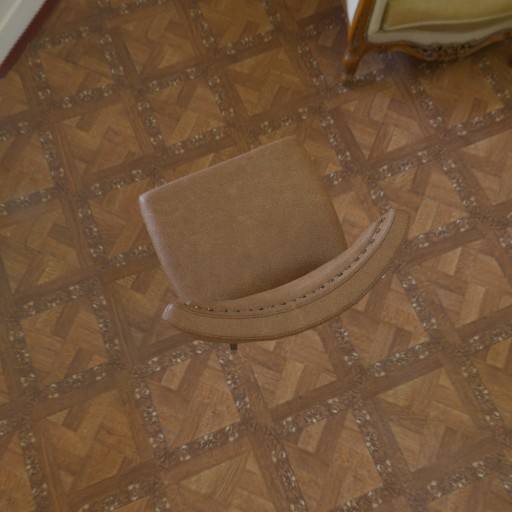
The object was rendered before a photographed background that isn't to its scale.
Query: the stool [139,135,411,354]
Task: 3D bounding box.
[{"bbox_3d":[0.000,0.000,1.322,0.526,0.982,0.563,-23,76,-6],"label":"stool"}]
